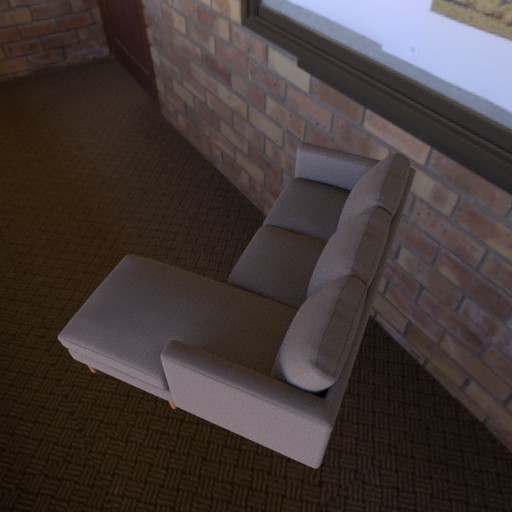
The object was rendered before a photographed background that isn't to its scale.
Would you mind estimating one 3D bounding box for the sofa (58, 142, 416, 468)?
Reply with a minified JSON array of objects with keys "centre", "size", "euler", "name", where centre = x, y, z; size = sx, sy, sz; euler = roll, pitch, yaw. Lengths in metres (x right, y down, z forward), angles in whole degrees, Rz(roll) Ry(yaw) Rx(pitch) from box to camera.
[{"centre":[0.000,0.000,2.907],"size":[1.591,0.897,2.031],"euler":[18,50,16],"name":"sofa"}]
